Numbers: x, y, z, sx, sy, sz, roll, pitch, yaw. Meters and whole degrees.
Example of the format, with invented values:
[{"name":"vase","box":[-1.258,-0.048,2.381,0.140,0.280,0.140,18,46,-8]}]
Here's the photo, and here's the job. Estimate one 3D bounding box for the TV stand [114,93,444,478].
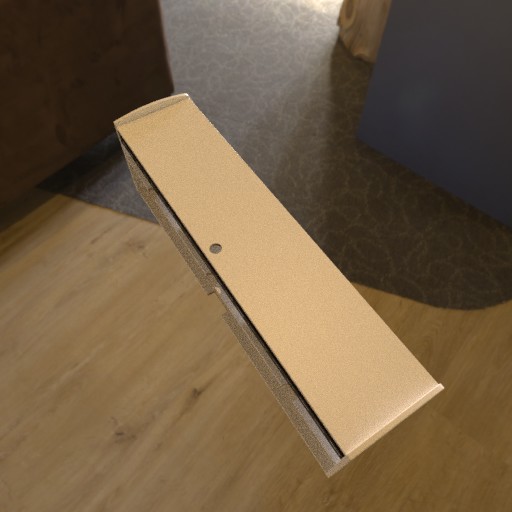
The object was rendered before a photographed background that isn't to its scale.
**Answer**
[{"name":"TV stand","box":[0.000,0.000,1.657,0.397,0.424,1.473,-29,62,-17]}]
